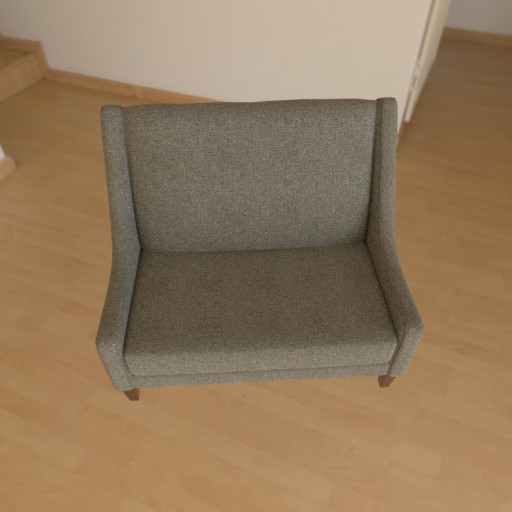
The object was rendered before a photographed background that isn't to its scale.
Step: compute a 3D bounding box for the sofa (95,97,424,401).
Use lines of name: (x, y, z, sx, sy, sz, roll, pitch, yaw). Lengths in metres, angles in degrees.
sofa: (0.000, 0.000, 1.900, 1.242, 1.021, 0.870, -2, 46, -2)
